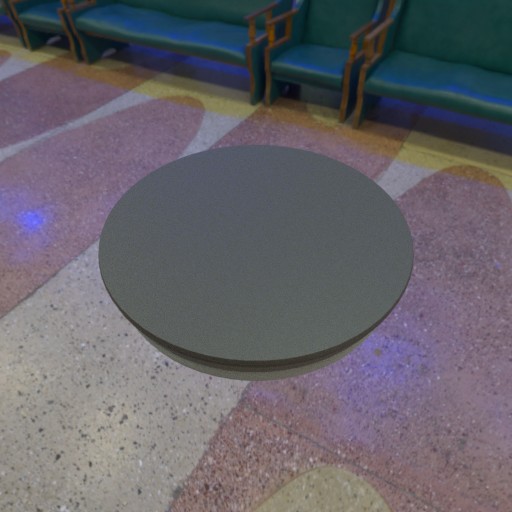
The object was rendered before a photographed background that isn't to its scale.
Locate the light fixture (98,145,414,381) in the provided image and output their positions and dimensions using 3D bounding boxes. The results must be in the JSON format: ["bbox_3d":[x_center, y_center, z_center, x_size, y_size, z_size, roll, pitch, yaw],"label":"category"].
[{"bbox_3d":[0.000,0.000,0.566,0.368,0.100,0.368,0,45,0],"label":"light fixture"}]
